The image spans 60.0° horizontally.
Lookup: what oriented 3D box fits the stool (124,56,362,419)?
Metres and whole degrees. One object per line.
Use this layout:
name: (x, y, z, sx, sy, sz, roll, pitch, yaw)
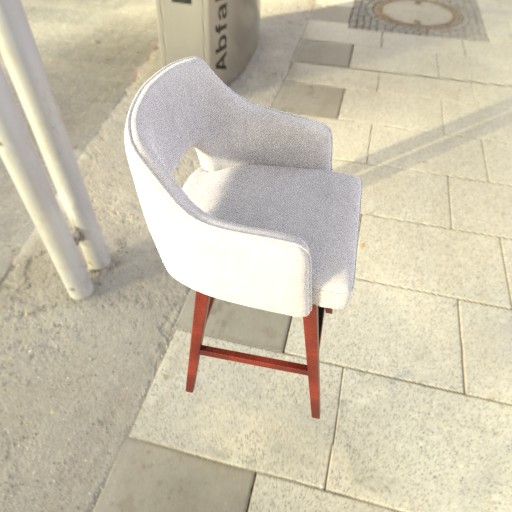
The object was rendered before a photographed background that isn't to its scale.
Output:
stool: (0.000, 0.000, 1.335, 0.558, 1.012, 0.548, 9, 48, 8)
